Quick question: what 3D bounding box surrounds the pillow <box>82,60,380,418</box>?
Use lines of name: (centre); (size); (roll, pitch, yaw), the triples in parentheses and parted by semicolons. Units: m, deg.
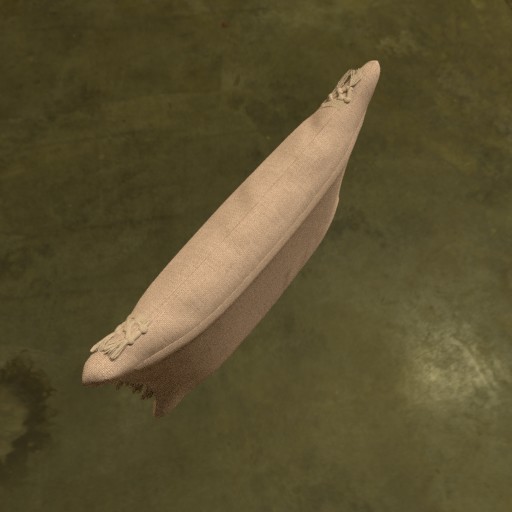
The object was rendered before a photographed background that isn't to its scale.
pillow: (0.000, 0.000, 0.570); (0.084, 0.305, 0.466); (35, 69, 15)
